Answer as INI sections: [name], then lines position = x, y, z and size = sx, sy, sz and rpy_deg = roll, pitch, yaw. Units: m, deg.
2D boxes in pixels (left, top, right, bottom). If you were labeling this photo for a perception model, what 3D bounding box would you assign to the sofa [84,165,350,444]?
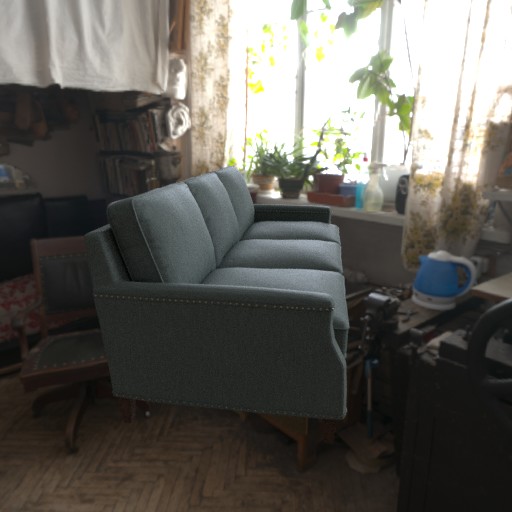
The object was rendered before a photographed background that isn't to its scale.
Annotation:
[sofa]
position = 0.000, 0.000, 2.803
size = 1.084, 1.003, 2.246
rpy_deg = 2, 16, 9
